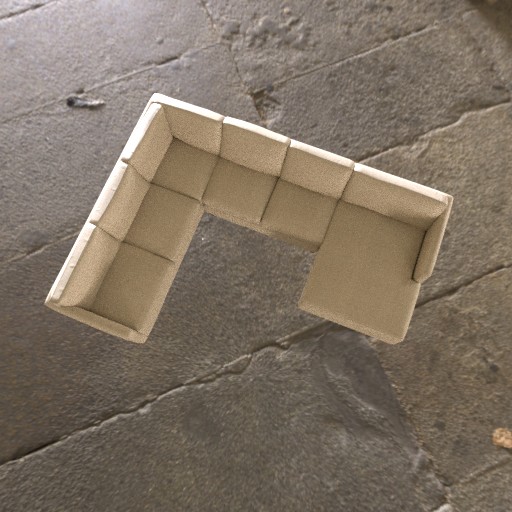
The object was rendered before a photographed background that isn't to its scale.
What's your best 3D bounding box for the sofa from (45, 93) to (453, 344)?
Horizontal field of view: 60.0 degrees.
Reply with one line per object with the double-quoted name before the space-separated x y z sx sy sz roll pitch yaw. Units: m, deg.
"sofa" 0.000 0.000 4.688 3.460 0.961 2.594 21 76 5
